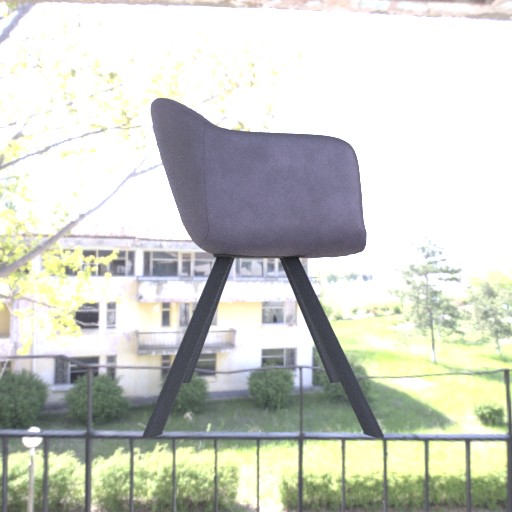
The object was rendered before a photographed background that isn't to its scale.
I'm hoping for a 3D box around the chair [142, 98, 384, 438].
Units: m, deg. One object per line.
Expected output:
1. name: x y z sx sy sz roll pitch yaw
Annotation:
1. chair: 0.000 0.000 1.184 0.544 0.781 0.567 0 -1 0
